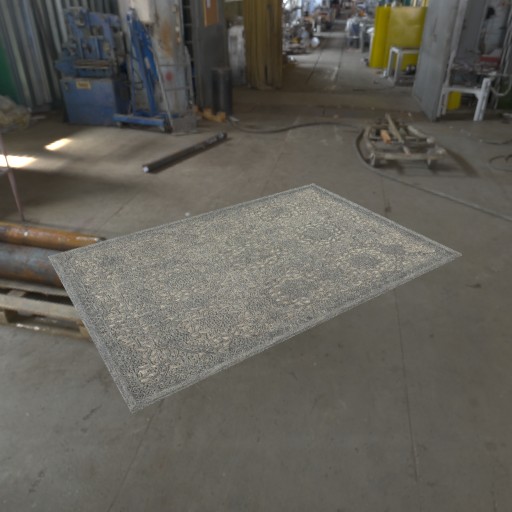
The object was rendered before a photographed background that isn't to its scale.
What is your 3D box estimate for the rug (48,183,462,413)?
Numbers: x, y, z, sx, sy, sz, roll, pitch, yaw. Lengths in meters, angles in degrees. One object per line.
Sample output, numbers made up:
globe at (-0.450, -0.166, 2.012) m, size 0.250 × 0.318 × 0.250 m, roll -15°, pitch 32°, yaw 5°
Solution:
rug at (0.000, 0.000, 2.340) m, size 1.819 × 0.012 × 1.208 m, roll -19°, pitch 36°, yaw -29°
